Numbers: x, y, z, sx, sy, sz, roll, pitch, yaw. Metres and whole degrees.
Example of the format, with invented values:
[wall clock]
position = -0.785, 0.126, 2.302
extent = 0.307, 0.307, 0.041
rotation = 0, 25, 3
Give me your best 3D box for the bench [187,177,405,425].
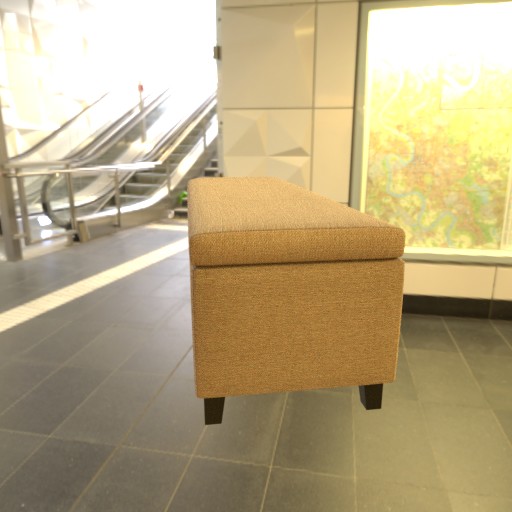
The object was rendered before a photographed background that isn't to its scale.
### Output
[bench]
position = 0.000, 0.000, 1.505
extent = 0.446, 0.438, 1.269
rotation = -2, 15, -8
